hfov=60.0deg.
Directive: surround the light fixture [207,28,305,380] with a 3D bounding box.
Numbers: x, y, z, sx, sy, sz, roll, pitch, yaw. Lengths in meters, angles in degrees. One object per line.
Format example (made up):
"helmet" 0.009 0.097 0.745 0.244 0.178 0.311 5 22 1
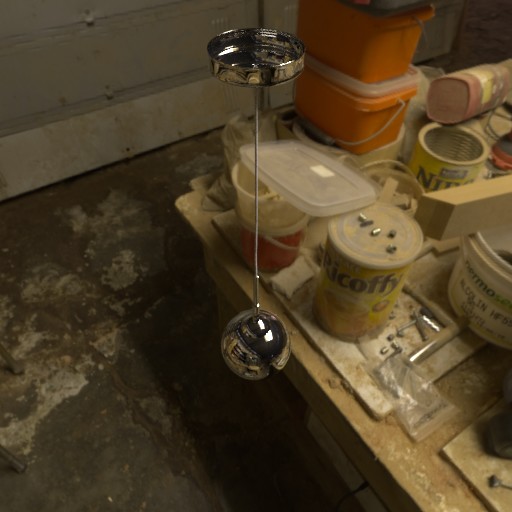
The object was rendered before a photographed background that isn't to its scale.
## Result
"light fixture" 0.000 0.000 1.675 0.336 1.538 0.336 -24 51 -21
